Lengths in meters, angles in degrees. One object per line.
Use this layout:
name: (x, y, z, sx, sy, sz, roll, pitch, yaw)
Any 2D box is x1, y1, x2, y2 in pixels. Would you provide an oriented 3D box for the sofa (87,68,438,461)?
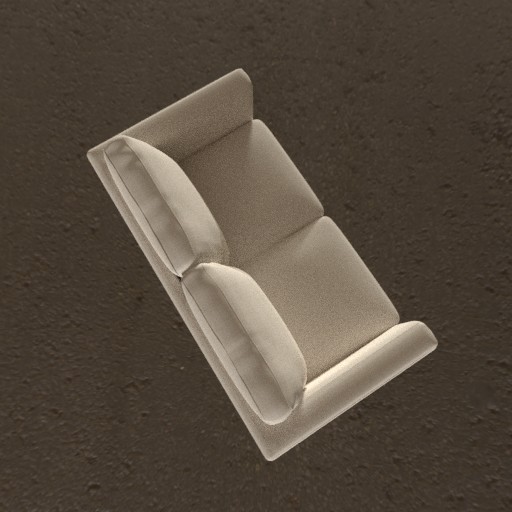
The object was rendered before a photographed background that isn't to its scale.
sofa: (0.000, 0.000, 1.983, 0.796, 0.908, 1.430, -32, 78, -7)
